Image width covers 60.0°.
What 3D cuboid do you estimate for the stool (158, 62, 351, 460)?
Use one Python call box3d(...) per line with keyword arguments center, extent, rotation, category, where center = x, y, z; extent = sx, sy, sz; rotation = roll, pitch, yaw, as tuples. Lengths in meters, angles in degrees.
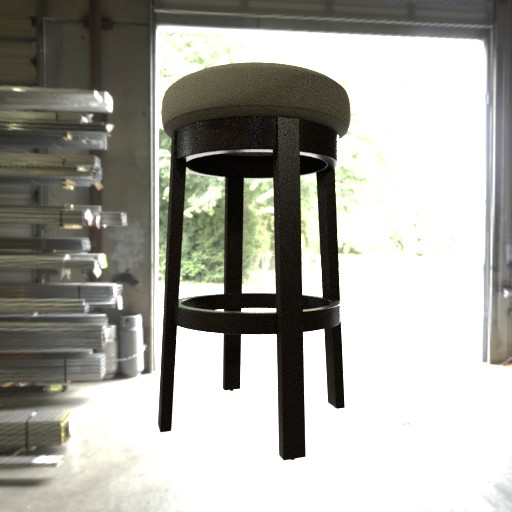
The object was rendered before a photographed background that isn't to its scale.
box3d(center=(0.000, 0.000, 1.029), extent=(0.446, 0.758, 0.446), rotation=(0, 1, 0), category="stool")
